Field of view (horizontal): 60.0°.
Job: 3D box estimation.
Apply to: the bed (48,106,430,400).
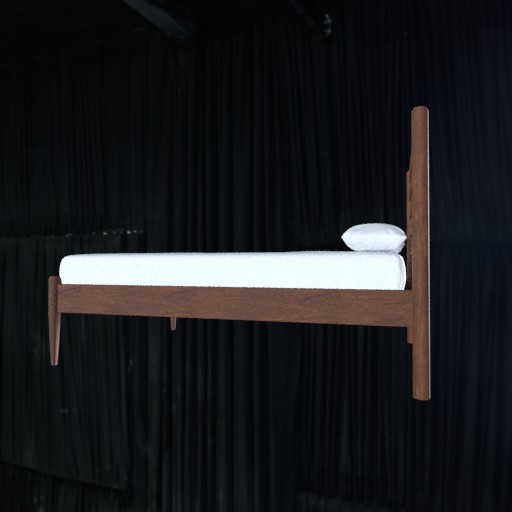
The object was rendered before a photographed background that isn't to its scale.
[{"bbox_3d":[0.000,0.000,2.988,2.093,1.304,1.509,0,-1,18],"label":"bed"}]
